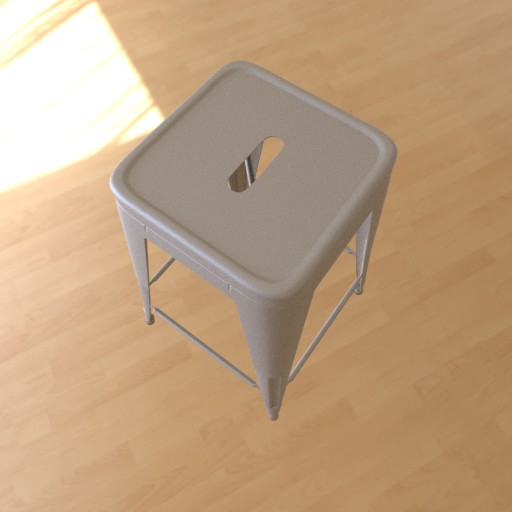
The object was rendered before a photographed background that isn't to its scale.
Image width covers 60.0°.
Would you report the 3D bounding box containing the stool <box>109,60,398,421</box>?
[{"bbox_3d":[0.000,0.000,0.879,0.410,0.608,0.410,34,69,15],"label":"stool"}]
